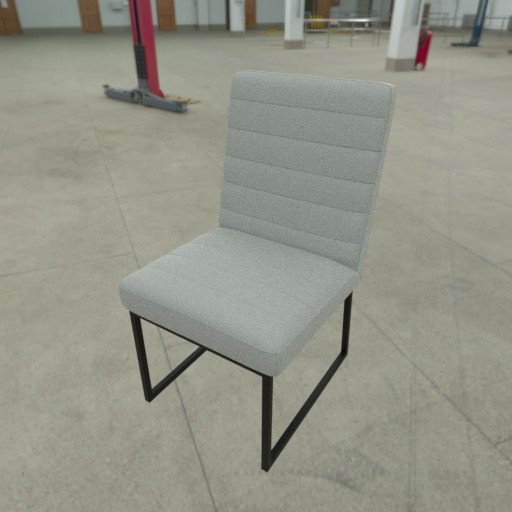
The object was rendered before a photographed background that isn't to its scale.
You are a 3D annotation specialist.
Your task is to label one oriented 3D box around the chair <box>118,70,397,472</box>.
[{"bbox_3d":[0.000,0.000,1.300,0.520,0.930,0.634,18,35,28],"label":"chair"}]
